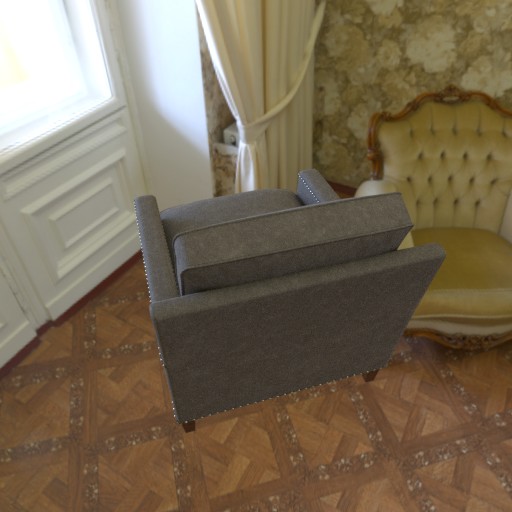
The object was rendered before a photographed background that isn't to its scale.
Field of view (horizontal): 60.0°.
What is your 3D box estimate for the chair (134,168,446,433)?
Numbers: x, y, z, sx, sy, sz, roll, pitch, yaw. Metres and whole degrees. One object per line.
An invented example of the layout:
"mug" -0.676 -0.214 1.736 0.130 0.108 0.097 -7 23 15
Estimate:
"chair" 0.000 0.000 1.752 0.853 0.948 1.014 -11 43 -13
